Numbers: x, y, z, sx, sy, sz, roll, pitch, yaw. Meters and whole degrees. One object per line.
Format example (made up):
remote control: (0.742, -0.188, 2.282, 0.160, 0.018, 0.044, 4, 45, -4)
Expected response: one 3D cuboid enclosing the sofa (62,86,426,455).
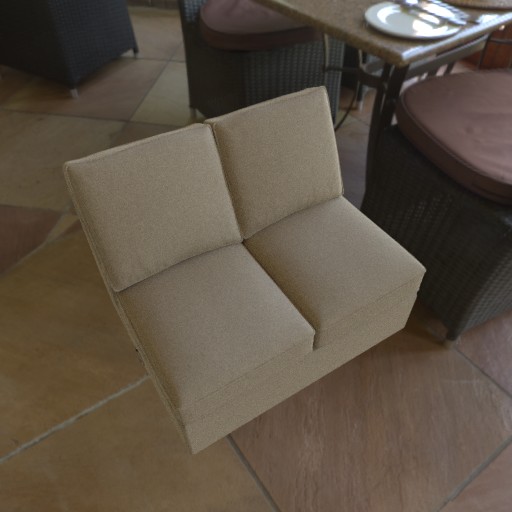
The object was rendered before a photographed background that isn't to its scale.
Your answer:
sofa: (0.000, 0.000, 1.980, 1.237, 1.008, 0.951, -24, 51, -21)
